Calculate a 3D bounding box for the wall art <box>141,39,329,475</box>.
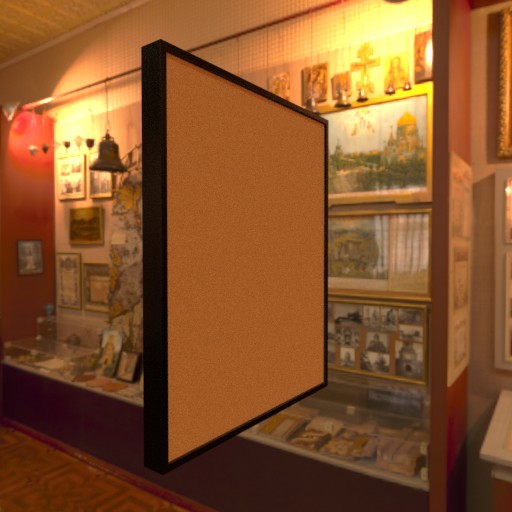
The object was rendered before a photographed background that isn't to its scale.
[{"bbox_3d":[0.000,0.000,0.753,0.039,0.553,0.451,1,2,37],"label":"wall art"}]
